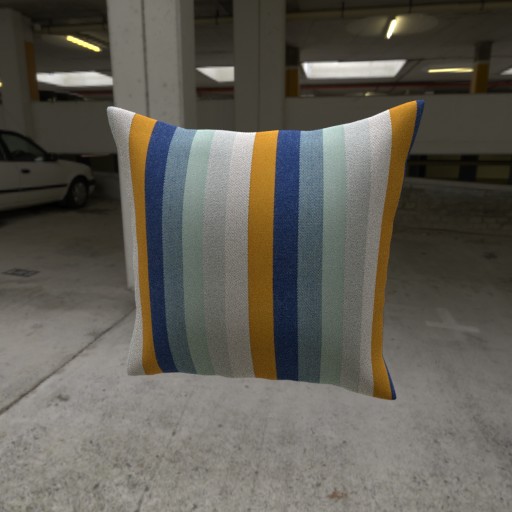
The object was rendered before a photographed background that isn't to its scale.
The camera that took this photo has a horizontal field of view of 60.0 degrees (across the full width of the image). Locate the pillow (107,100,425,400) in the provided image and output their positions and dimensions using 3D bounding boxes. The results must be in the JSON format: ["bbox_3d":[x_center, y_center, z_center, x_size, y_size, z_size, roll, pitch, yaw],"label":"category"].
[{"bbox_3d":[0.000,0.000,0.694,0.463,0.454,0.173,2,14,10],"label":"pillow"}]
